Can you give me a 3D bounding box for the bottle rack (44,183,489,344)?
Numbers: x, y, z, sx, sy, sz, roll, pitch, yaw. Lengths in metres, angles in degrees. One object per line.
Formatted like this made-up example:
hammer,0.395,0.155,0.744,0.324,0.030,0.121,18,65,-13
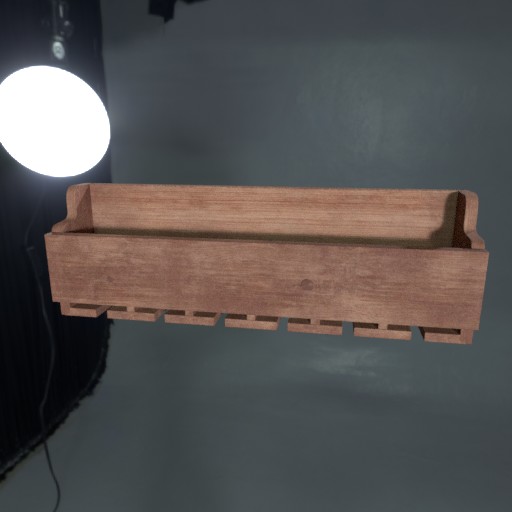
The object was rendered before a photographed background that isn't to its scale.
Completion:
bottle rack,0.000,0.000,0.668,0.608,0.196,0.126,3,15,10
